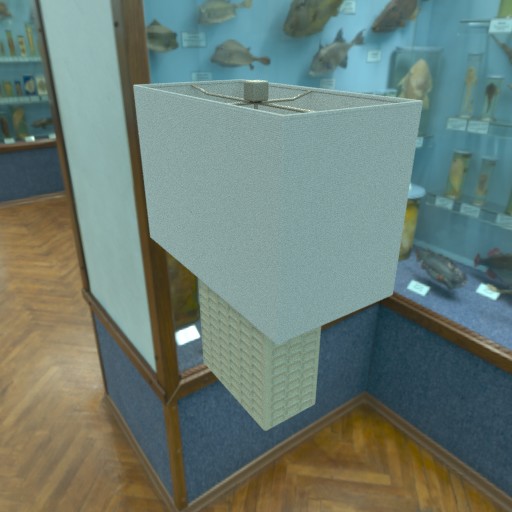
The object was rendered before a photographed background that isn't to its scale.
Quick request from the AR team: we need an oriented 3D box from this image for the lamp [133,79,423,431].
[{"bbox_3d":[0.000,0.000,0.699,0.200,0.515,0.380,-17,30,-30],"label":"lamp"}]
